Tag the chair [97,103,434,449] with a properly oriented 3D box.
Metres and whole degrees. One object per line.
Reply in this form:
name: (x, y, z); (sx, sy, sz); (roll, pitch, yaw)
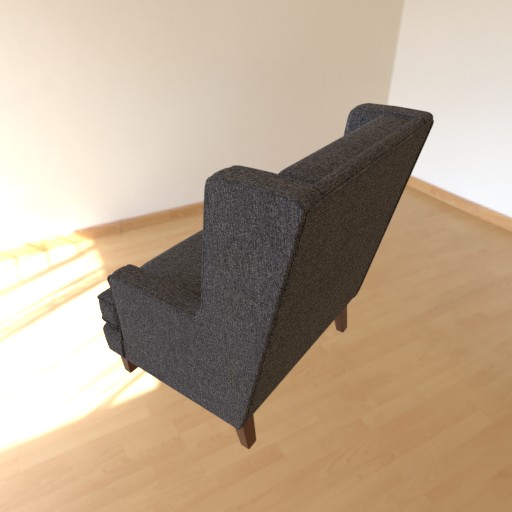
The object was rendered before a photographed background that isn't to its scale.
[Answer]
chair: (0.000, 0.000, 1.775); (0.927, 1.082, 0.942); (21, 37, 29)
